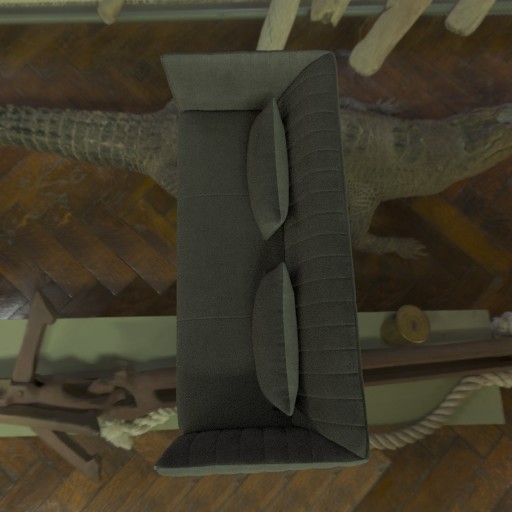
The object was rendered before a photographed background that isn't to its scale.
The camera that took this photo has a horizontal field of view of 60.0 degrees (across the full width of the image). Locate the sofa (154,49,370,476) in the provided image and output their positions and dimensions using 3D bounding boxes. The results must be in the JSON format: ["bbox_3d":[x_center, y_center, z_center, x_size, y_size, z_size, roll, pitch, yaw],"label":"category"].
[{"bbox_3d":[0.000,0.000,2.326,0.876,0.780,1.980,-2,77,0],"label":"sofa"}]
